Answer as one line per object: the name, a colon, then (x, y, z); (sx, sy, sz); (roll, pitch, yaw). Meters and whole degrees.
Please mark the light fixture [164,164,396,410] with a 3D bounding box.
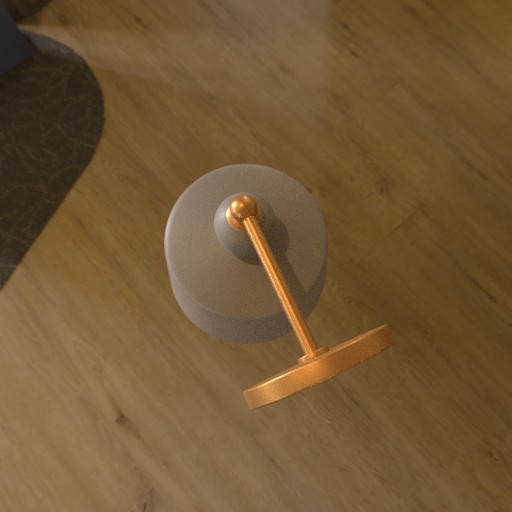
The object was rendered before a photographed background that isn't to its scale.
light fixture: (0.000, 0.000, 0.446); (0.204, 0.268, 0.254); (-24, 76, -6)
